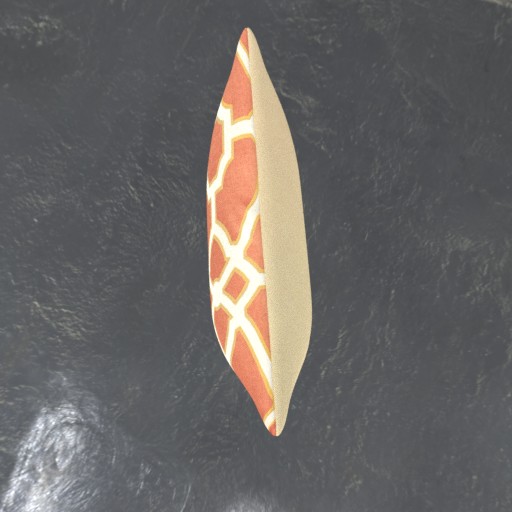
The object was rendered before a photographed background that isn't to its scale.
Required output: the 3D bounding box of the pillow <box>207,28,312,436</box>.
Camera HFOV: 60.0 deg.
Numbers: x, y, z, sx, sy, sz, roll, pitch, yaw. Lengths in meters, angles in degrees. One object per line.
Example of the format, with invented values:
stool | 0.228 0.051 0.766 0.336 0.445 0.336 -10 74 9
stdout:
pillow | 0.000 0.000 0.809 0.166 0.508 0.552 -4 75 -1
